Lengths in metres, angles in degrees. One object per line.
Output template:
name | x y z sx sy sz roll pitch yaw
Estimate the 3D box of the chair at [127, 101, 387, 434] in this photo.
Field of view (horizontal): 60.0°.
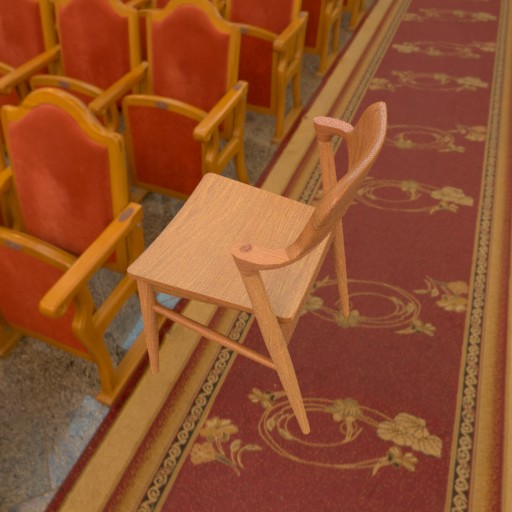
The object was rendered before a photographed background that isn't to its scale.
chair | 0.000 0.000 1.134 0.499 0.792 0.512 17 49 15
